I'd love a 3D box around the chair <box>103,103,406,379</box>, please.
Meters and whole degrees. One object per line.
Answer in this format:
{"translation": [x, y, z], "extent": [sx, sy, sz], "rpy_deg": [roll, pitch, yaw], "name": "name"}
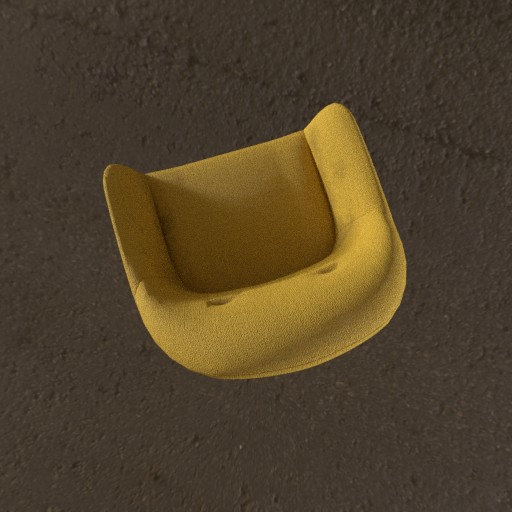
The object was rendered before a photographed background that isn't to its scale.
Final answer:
{"translation": [0.000, 0.000, 1.102], "extent": [0.545, 0.775, 0.565], "rpy_deg": [-17, 76, -4], "name": "chair"}
